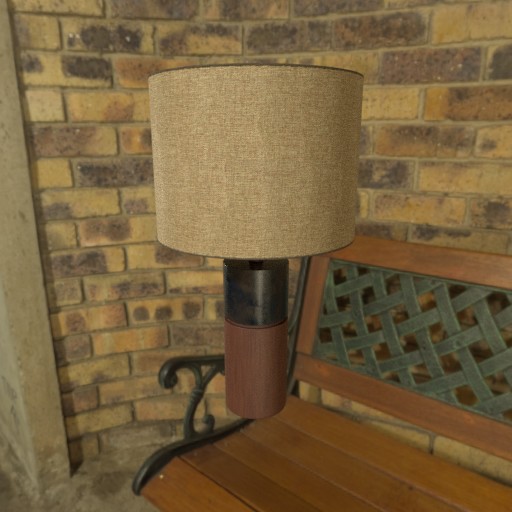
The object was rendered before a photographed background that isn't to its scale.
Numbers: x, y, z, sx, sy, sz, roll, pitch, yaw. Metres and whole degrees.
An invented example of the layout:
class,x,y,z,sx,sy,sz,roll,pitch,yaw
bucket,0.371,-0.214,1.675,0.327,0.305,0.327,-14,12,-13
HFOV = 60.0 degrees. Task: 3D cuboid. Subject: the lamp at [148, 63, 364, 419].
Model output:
class,x,y,z,sx,sy,sz,roll,pitch,yaw
lamp,0.000,0.000,0.470,0.202,0.350,0.202,0,15,0
